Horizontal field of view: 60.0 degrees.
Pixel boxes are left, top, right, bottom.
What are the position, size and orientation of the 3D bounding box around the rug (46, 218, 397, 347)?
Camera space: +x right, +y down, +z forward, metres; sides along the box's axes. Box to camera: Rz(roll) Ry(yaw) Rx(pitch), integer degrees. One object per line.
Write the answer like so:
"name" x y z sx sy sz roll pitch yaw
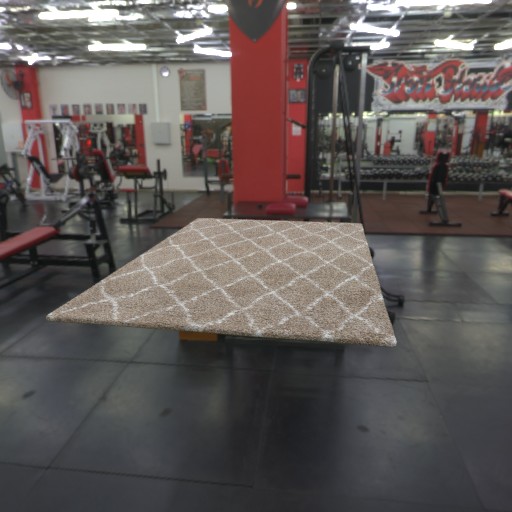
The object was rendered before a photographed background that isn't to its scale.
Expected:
"rug" 0.000 0.000 3.470 1.778 0.030 2.743 3 16 9
